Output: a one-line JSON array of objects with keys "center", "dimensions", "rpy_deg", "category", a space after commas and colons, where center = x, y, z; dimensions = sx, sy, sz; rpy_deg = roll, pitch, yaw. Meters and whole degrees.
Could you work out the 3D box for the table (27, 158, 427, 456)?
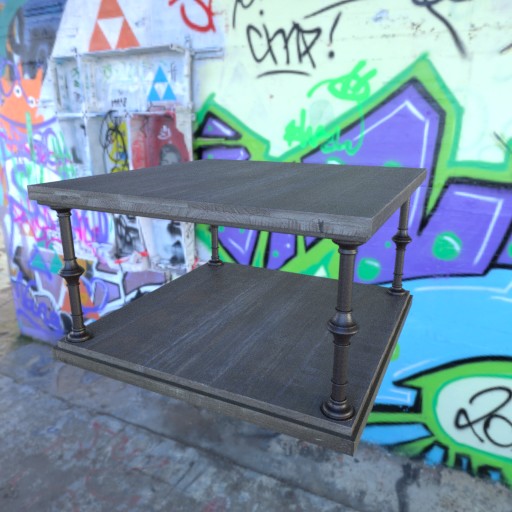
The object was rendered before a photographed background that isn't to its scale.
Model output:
[{"center": [0.000, 0.000, 1.111], "dimensions": [0.696, 0.400, 0.696], "rpy_deg": [8, 19, 25], "category": "table"}]
